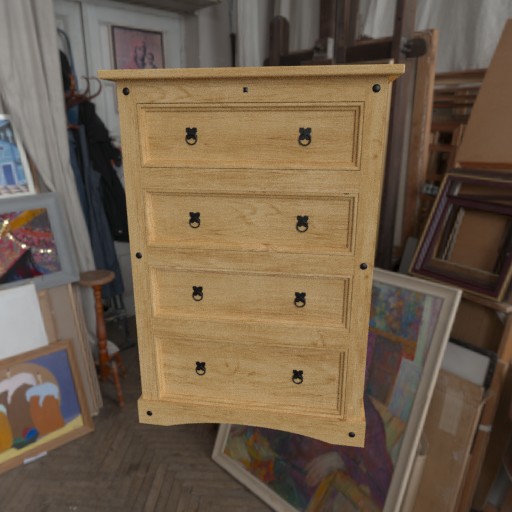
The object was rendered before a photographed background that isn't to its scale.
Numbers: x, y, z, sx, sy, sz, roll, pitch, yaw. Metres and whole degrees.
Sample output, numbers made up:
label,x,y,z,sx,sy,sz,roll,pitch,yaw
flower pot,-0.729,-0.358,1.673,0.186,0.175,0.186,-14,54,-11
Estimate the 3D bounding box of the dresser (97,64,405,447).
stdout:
label,x,y,z,sx,sy,sz,roll,pitch,yaw
dresser,0.000,0.000,1.708,0.915,1.300,0.485,3,17,9
